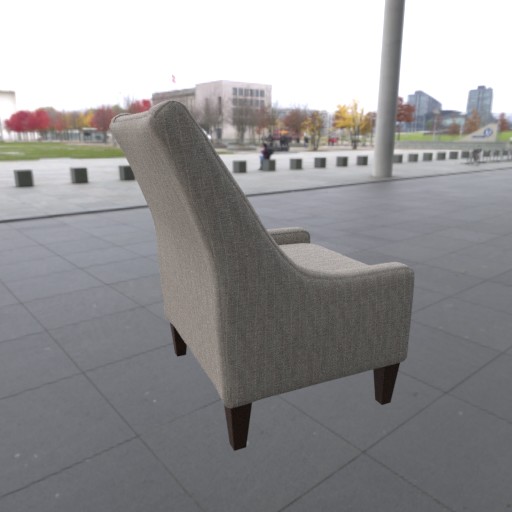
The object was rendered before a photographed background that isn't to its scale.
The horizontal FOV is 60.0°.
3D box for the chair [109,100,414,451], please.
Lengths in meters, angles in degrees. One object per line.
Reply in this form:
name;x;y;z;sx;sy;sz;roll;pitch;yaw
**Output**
chair;0.000;0.000;1.627;0.870;1.014;0.774;-7;17;-24
